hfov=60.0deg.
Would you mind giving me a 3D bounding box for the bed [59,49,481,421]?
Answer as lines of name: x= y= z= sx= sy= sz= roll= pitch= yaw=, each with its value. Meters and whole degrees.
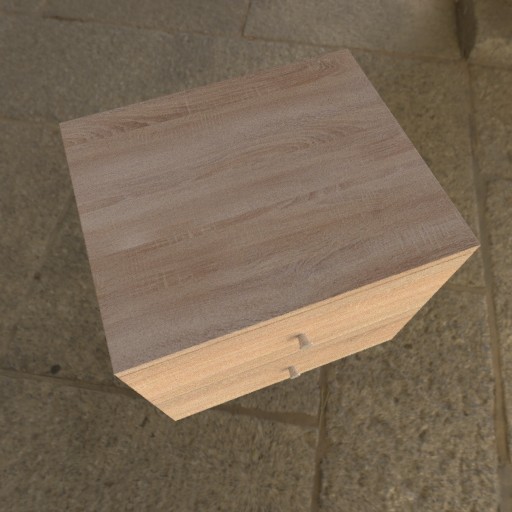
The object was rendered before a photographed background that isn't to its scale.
bed: x=0.000 y=0.000 z=0.777 sx=0.460 sy=0.420 sz=0.401 roll=-18 pitch=64 yaw=-9
